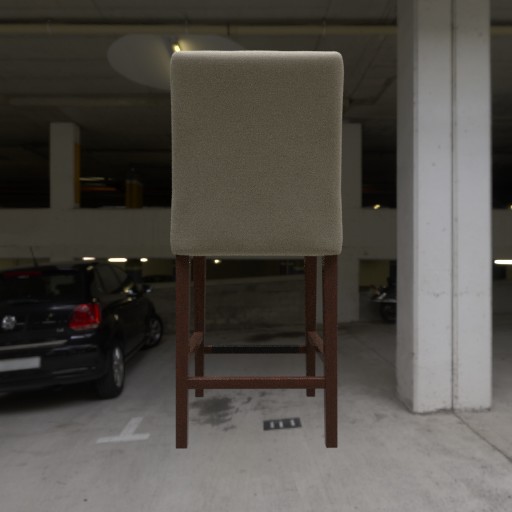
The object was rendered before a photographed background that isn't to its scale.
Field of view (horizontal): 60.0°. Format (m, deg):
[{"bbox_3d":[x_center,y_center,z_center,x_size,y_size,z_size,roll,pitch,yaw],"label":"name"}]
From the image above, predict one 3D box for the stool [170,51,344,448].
[{"bbox_3d":[0.000,0.000,1.314,0.470,0.981,0.577,0,0,-1],"label":"stool"}]
